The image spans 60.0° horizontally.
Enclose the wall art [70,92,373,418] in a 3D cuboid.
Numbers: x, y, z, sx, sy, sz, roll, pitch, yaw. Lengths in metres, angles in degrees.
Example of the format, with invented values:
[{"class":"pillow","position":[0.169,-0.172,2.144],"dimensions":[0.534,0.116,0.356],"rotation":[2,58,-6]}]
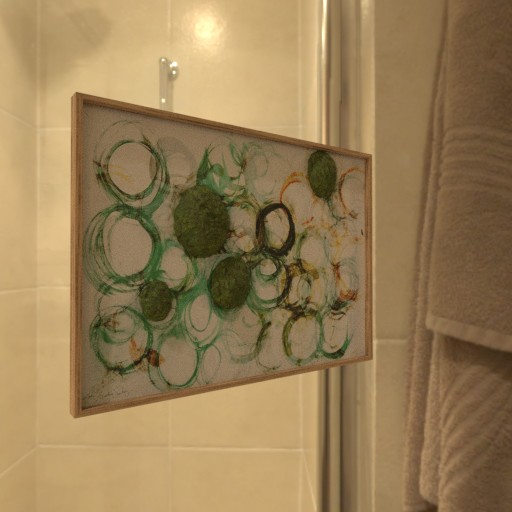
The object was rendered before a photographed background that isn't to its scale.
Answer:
[{"class":"wall art","position":[0.000,0.000,1.078],"dimensions":[0.841,0.609,0.063],"rotation":[0,-1,-36]}]
